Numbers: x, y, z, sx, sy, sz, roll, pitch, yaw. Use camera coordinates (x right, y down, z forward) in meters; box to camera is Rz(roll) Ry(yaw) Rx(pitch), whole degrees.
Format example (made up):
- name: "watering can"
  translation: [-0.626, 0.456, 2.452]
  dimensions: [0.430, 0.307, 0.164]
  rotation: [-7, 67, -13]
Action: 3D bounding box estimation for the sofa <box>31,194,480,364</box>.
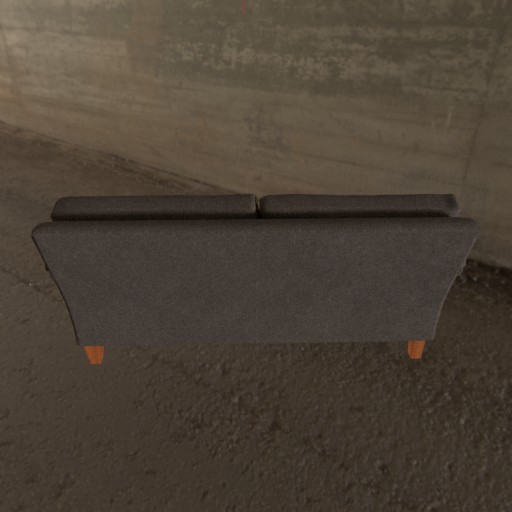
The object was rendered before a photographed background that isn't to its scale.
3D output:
- name: "sofa"
  translation: [0.000, 0.000, 2.730]
  dimensions: [2.160, 1.054, 1.087]
  rotation: [-1, 30, -1]
